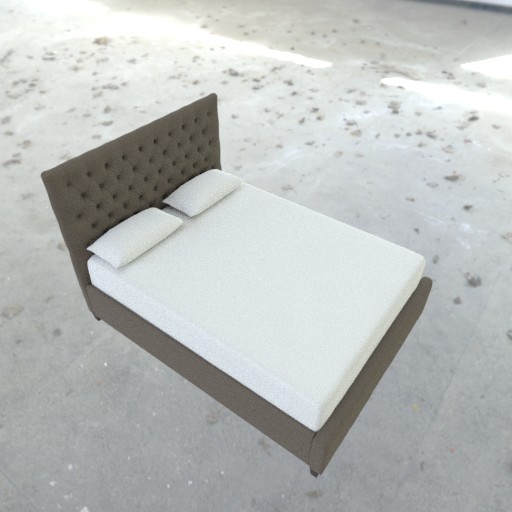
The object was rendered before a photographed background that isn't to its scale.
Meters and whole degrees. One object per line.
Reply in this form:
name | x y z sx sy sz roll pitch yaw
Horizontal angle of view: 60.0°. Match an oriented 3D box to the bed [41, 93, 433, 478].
bed | 0.000 0.000 3.285 2.233 1.426 1.696 26 48 27
